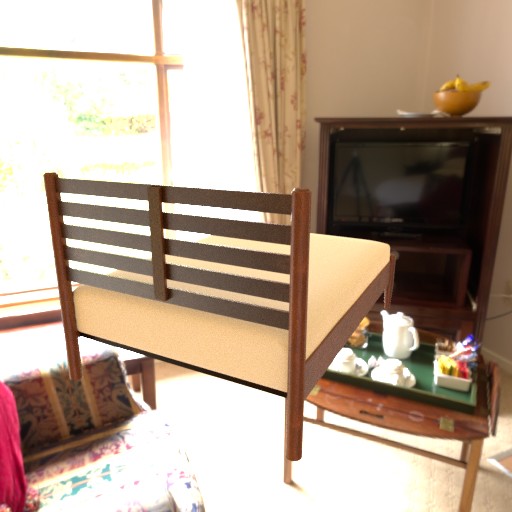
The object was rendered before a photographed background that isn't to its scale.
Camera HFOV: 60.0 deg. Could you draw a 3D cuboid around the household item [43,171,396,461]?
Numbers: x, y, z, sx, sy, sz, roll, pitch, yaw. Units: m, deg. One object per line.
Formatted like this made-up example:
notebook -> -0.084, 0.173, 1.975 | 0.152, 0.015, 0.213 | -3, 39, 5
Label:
household item -> 0.000, 0.000, 3.333 | 1.663, 1.356, 2.232 | 8, 18, 27
